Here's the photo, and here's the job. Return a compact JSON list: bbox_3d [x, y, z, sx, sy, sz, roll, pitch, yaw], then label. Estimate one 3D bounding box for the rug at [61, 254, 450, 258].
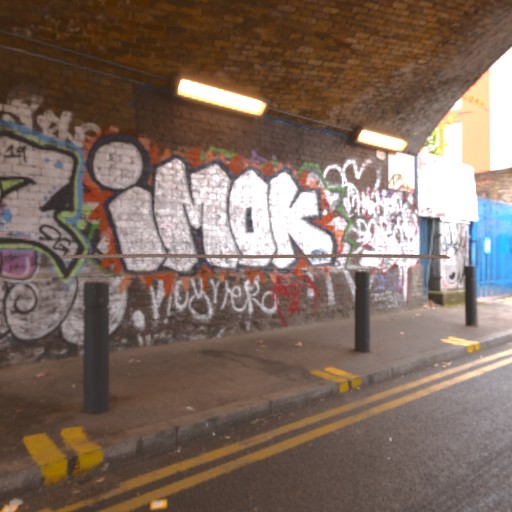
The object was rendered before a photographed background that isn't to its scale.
[{"bbox_3d":[0.000,0.000,3.769,2.043,0.026,2.901,0,0,0],"label":"rug"}]
